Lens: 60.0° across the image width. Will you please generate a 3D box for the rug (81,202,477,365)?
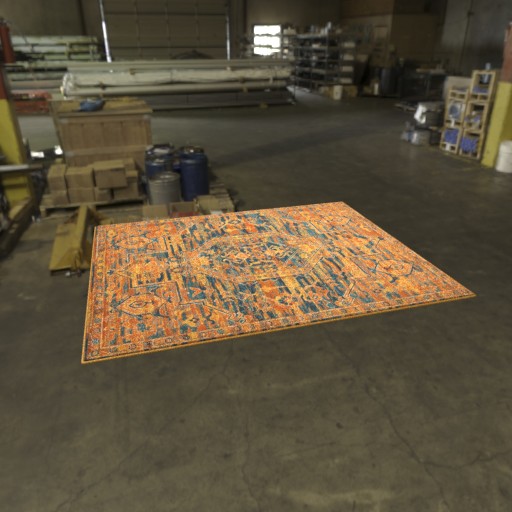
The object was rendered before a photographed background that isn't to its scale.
[{"bbox_3d":[0.000,0.000,4.274,3.040,0.031,2.435,-7,27,-14],"label":"rug"}]
